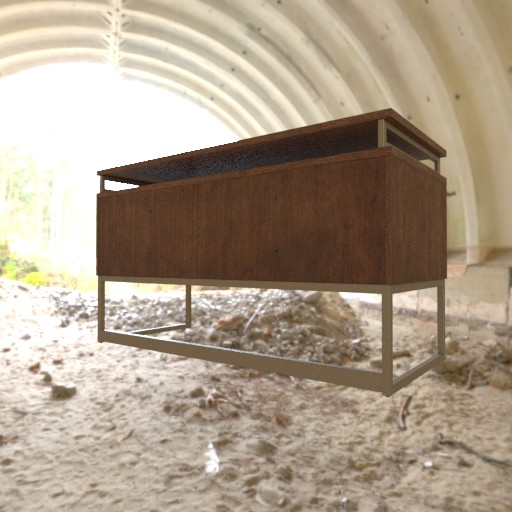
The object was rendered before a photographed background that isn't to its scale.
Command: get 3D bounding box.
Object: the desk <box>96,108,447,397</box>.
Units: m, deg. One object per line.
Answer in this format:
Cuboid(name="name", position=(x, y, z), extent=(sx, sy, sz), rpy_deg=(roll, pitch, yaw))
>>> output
Cuboid(name="desk", position=(0.000, 0.000, 1.864), extent=(1.384, 0.792, 0.610), rpy_deg=(-1, -1, 37))
